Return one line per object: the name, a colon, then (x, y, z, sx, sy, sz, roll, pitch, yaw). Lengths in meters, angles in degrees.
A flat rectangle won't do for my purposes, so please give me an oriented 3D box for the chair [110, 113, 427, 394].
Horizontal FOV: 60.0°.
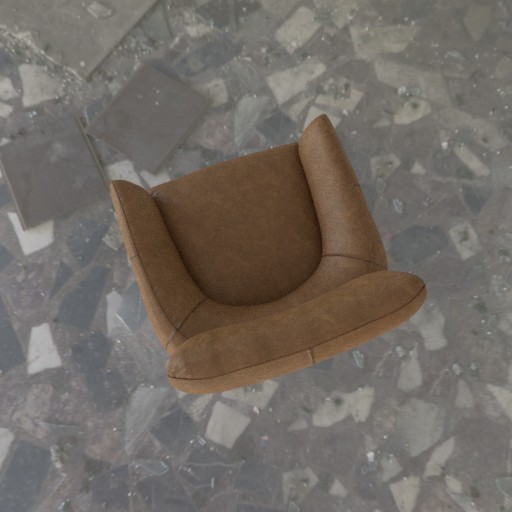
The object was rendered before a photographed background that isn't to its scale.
chair: (0.000, 0.000, 1.363, 0.706, 0.812, 0.715, -19, 75, -5)
